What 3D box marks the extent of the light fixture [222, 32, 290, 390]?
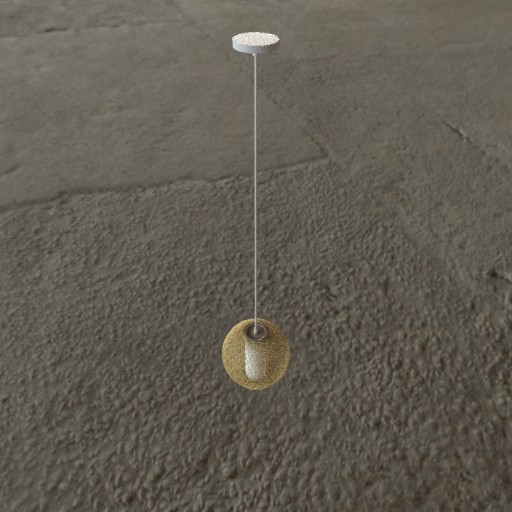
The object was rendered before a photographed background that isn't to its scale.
[{"bbox_3d":[0.000,0.000,2.146,0.407,1.955,0.406,-12,43,-14],"label":"light fixture"}]
